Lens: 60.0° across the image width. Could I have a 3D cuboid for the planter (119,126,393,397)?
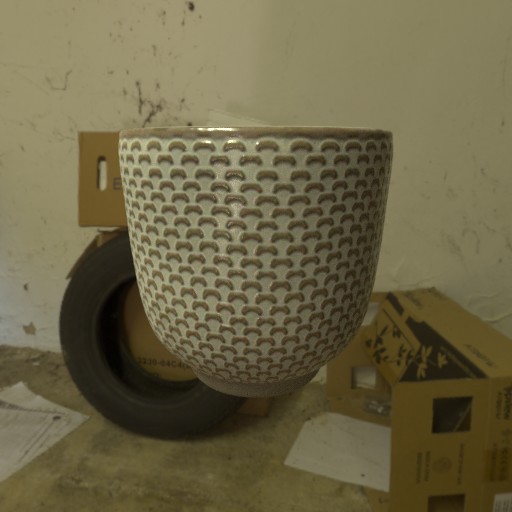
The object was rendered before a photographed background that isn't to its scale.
[{"bbox_3d":[0.000,0.000,0.351,0.197,0.191,0.197,0,14,0],"label":"planter"}]
